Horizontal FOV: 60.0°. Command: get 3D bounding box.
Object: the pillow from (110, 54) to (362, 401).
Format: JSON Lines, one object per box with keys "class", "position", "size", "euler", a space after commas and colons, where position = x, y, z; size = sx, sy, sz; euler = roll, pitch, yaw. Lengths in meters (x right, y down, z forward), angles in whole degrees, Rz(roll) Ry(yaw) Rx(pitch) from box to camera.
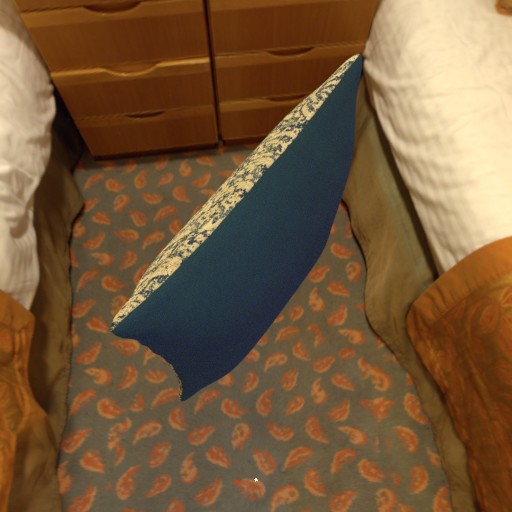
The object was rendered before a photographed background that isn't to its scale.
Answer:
{"class": "pillow", "position": [0.000, 0.000, 0.780], "size": [0.166, 0.510, 0.523], "euler": [33, 68, 15]}
